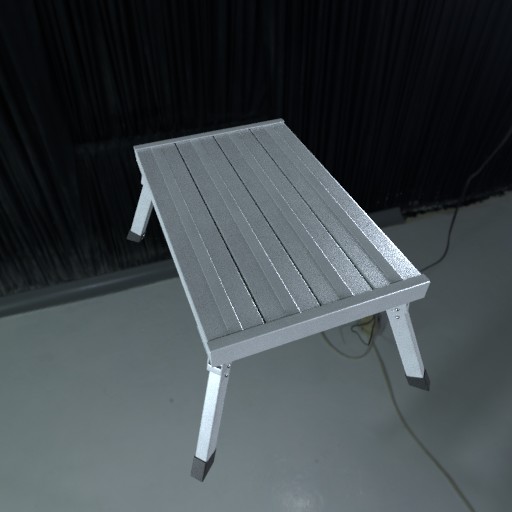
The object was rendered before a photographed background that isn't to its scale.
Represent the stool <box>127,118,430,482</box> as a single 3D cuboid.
[{"bbox_3d":[0.000,0.000,0.735,0.385,0.225,0.535,-15,46,-15],"label":"stool"}]
